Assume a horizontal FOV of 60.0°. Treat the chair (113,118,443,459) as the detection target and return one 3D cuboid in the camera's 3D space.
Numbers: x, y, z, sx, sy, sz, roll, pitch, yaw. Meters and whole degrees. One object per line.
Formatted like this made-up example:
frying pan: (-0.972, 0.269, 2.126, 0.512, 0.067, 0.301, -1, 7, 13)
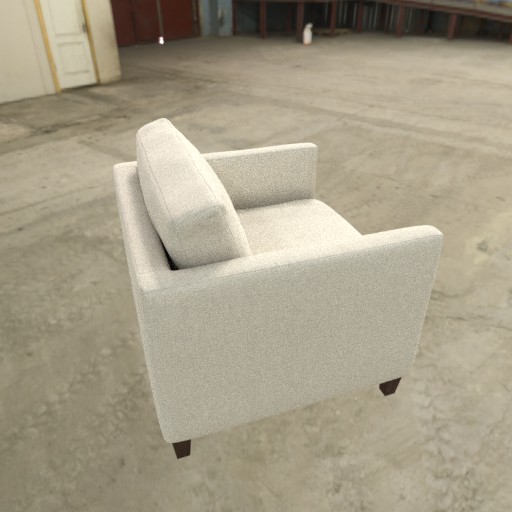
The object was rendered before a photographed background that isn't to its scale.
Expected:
chair: (0.000, 0.000, 1.736, 0.959, 0.919, 0.996, -10, 33, -16)
